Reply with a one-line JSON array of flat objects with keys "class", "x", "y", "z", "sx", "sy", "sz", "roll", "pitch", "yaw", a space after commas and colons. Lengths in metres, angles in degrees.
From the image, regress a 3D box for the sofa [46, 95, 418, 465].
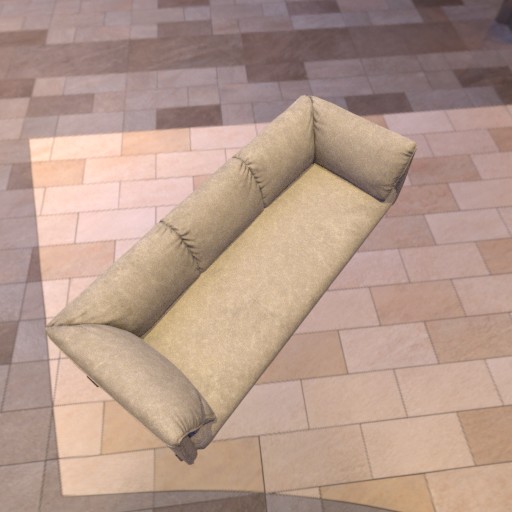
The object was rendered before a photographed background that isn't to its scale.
[{"class": "sofa", "x": 0.000, "y": 0.000, "z": 2.677, "sx": 0.899, "sy": 0.758, "sz": 2.238, "roll": 33, "pitch": 62, "yaw": 19}]
